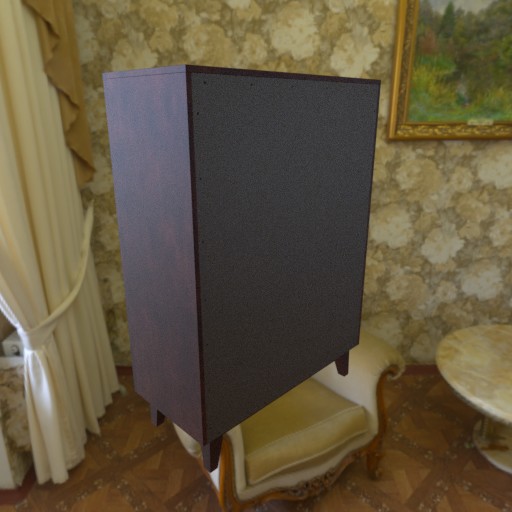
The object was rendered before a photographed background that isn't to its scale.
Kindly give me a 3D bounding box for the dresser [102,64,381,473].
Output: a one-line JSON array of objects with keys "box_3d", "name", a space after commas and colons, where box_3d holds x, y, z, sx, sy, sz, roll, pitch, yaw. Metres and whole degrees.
[{"box_3d": [0.000, 0.000, 2.018, 0.506, 1.514, 1.072, 18, 25, 42], "name": "dresser"}]
